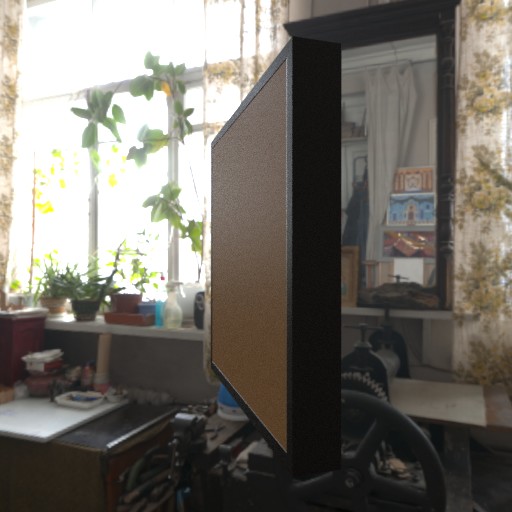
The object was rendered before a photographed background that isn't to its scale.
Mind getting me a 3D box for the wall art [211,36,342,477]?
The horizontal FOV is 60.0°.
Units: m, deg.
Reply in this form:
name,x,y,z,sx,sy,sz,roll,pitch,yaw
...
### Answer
name,x,y,z,sx,sy,sz,roll,pitch,yaw
wall art,0.000,0.000,0.455,0.038,0.304,0.304,0,0,-16
